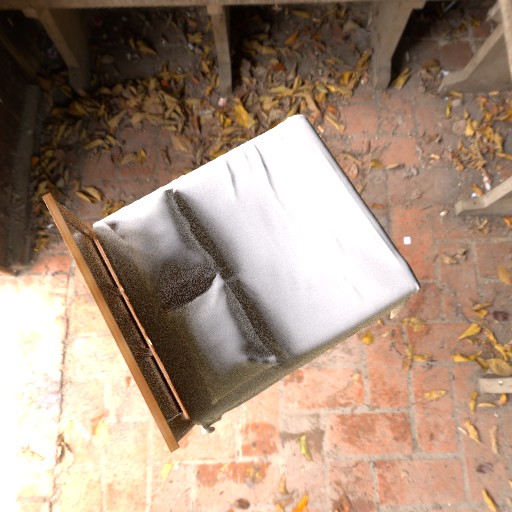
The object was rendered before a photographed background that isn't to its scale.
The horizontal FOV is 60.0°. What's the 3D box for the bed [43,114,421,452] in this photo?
[{"bbox_3d":[0.000,0.000,3.216,2.035,1.273,1.870,-30,78,-7],"label":"bed"}]
